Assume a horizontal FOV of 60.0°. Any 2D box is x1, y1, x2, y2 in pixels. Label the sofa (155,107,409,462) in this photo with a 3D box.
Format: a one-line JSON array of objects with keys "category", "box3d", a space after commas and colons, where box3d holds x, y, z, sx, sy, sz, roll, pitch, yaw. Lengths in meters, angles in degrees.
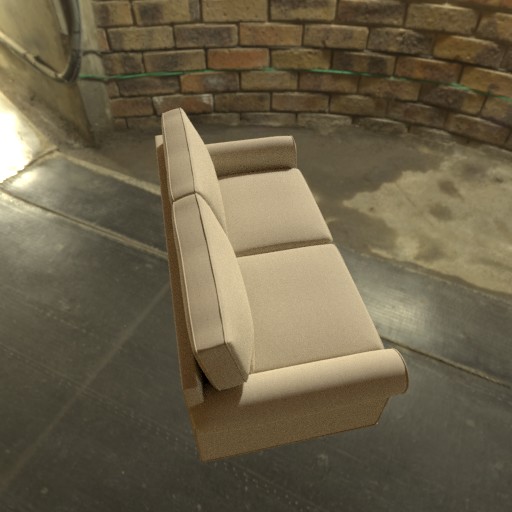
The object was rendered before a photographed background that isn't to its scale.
[{"category": "sofa", "box3d": [0.000, 0.000, 2.292, 0.861, 0.933, 1.774, -9, 47, -8]}]
